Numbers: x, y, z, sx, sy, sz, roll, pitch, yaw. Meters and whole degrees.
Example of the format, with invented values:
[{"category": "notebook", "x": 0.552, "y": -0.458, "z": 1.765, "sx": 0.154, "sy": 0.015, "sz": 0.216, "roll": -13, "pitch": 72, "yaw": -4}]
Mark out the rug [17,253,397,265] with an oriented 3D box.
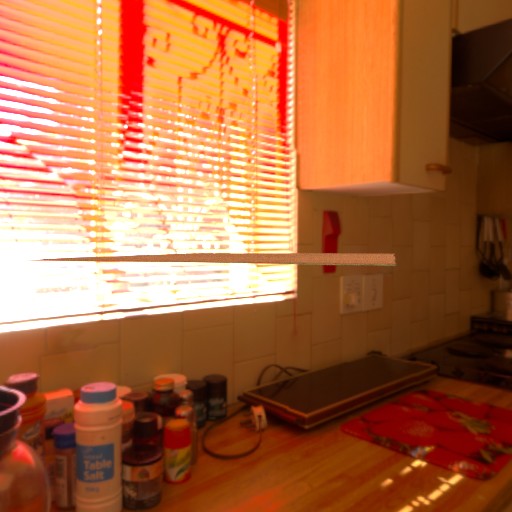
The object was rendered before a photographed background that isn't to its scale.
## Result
[{"category": "rug", "x": 0.000, "y": 0.000, "z": 4.037, "sx": 2.438, "sy": 0.013, "sz": 3.048, "roll": 0, "pitch": 1, "yaw": 17}]
